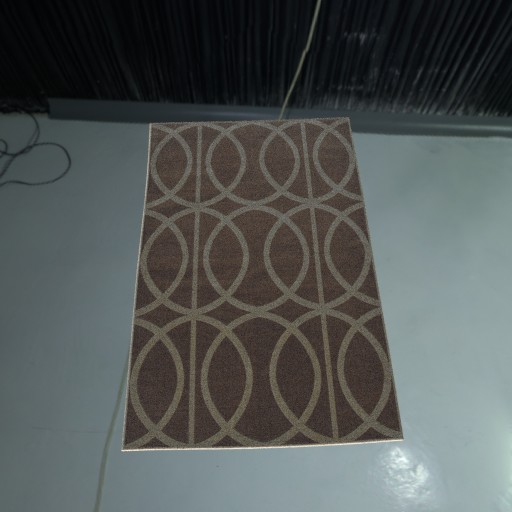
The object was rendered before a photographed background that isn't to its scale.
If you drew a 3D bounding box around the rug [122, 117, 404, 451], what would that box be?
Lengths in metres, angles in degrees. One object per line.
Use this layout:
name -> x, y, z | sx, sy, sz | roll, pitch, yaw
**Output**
rug -> 0.000, 0.000, 2.873 | 1.526, 0.014, 2.290 | -2, 64, -1
